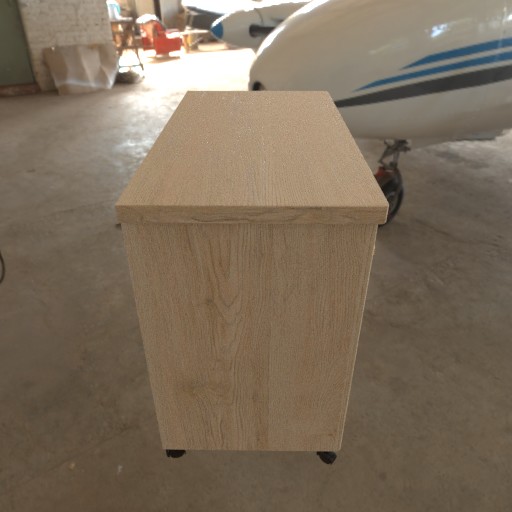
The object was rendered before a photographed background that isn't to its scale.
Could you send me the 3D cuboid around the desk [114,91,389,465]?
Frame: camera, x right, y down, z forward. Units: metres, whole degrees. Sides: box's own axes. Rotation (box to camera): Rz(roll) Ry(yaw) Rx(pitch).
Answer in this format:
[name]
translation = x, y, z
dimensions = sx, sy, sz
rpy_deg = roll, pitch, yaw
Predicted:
[desk]
translation = 0.000, 0.000, 1.345
dimensions = 0.480, 0.770, 0.885
rpy_deg = 0, 33, 1
